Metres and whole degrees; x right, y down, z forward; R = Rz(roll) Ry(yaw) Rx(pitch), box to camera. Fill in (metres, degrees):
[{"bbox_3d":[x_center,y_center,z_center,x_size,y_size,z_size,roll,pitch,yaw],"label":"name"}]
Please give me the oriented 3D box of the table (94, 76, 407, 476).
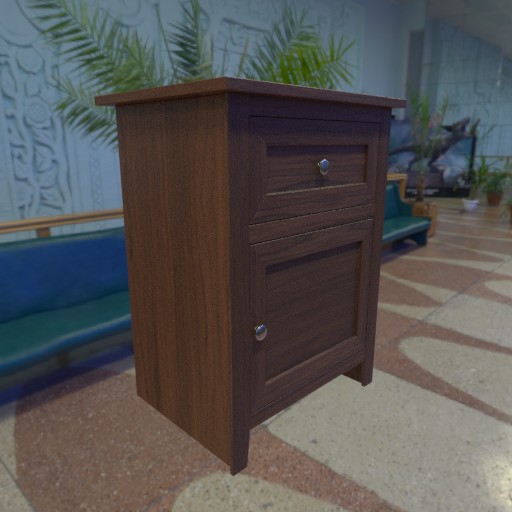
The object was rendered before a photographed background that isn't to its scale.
[{"bbox_3d":[0.000,0.000,0.944,0.480,0.636,0.381,-14,20,-43],"label":"table"}]
